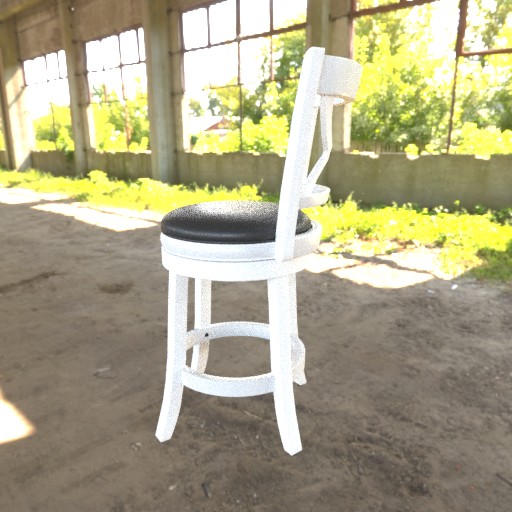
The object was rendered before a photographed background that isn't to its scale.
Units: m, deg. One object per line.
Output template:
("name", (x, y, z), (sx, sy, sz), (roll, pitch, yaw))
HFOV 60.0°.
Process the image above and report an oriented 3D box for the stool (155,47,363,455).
("stool", (0.000, 0.000, 1.200), (0.508, 0.953, 0.444), (2, 15, 8))
